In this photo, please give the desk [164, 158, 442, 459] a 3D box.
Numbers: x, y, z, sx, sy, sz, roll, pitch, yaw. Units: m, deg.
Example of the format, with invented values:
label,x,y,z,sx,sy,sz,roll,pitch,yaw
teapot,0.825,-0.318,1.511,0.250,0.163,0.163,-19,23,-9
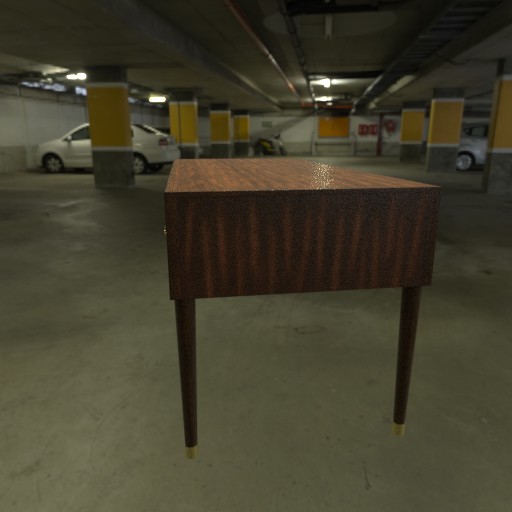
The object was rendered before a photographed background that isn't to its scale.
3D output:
label,x,y,z,sx,sy,sz,roll,pitch,yaw
desk,0.000,0.000,1.948,0.724,0.762,1.575,-2,15,-9
